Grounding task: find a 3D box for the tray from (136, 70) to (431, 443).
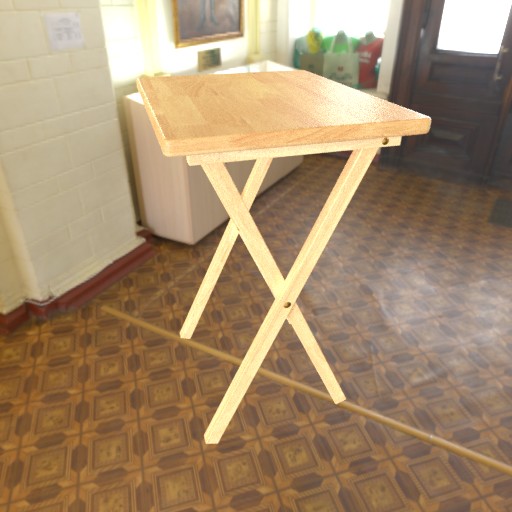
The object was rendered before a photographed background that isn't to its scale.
[{"bbox_3d":[0.000,0.000,0.945,0.381,0.660,0.483,-9,32,-14],"label":"tray"}]
